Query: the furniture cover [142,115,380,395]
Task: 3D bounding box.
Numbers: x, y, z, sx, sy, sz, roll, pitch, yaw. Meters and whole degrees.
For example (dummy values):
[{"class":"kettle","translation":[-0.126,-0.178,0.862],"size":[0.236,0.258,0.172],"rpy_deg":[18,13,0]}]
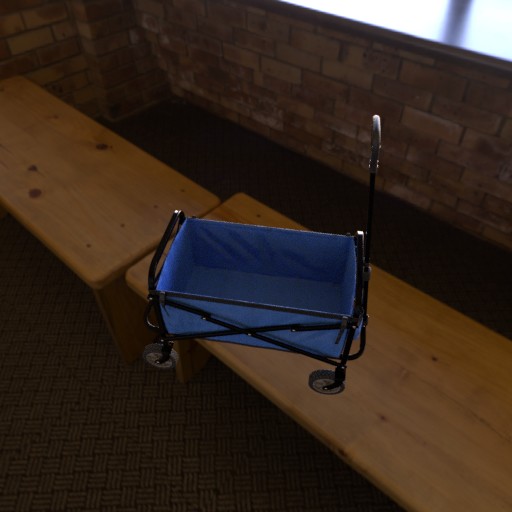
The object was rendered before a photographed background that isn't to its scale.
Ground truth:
[{"class":"furniture cover","translation":[0.000,0.000,1.850],"size":[1.038,1.295,0.532],"rpy_deg":[7,46,7]}]
